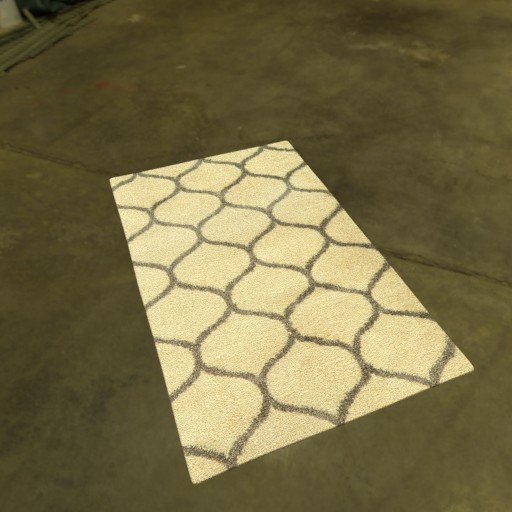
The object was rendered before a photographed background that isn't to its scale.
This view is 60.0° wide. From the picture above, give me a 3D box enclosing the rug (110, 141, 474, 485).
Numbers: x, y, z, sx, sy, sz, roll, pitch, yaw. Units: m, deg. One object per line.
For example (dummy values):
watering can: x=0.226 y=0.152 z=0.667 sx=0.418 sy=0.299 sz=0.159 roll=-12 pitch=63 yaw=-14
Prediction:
rug: x=0.000 y=0.000 z=2.840 sx=1.501 sy=0.024 sz=2.348 roll=-16 pitch=48 yaw=-15
